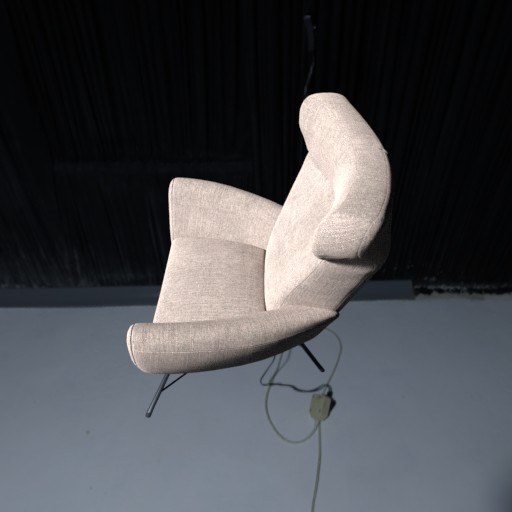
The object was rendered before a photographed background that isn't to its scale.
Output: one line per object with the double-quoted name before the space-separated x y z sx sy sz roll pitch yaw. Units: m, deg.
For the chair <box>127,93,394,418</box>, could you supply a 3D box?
"chair" 0.000 0.000 1.775 0.900 1.040 0.980 0 42 1
